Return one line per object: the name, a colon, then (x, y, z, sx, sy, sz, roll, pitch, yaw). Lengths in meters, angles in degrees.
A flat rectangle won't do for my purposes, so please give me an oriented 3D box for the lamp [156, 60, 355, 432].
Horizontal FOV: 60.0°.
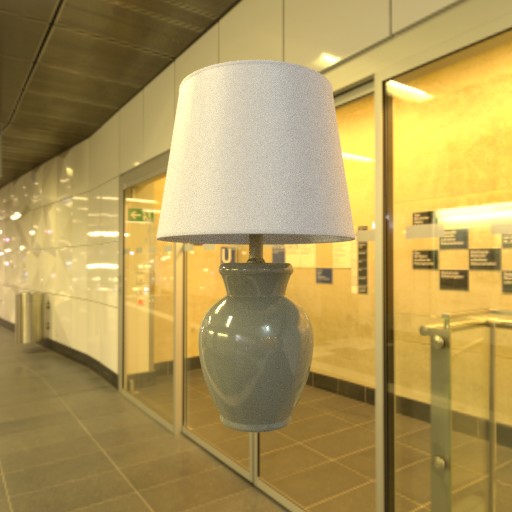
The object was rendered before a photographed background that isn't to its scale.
lamp: (0.000, 0.000, 0.545, 0.239, 0.399, 0.239, 0, -1, 0)
